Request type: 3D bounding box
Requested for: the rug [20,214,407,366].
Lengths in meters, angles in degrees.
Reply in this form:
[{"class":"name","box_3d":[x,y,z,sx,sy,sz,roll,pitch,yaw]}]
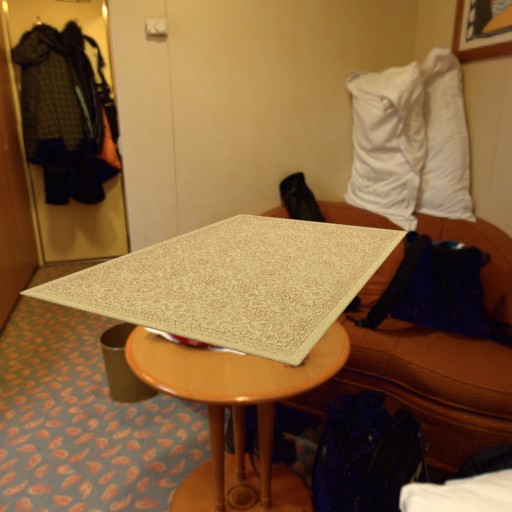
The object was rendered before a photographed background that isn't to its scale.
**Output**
[{"class":"rug","box_3d":[0.000,0.000,2.307,1.219,0.010,1.829,9,19,26]}]
